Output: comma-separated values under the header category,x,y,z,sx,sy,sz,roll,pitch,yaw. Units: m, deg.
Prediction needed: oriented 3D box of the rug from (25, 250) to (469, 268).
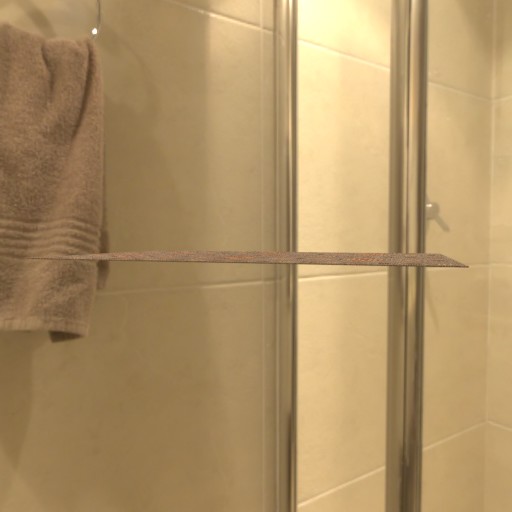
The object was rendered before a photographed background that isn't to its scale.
category,x,y,z,sx,sy,sz,roll,pitch,yaw
rug,0.000,0.000,3.002,2.427,0.007,1.515,1,3,18
